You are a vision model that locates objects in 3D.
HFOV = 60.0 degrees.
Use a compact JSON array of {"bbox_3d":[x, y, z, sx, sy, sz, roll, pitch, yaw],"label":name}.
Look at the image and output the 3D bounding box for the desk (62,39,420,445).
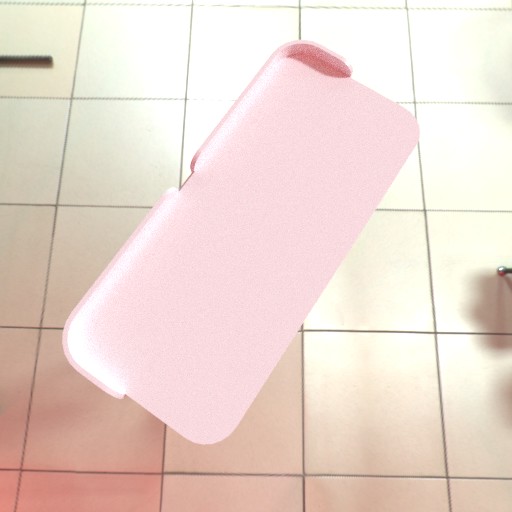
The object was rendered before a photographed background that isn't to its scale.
[{"bbox_3d":[0.000,0.000,1.646,0.534,0.807,1.206,33,78,8],"label":"desk"}]
